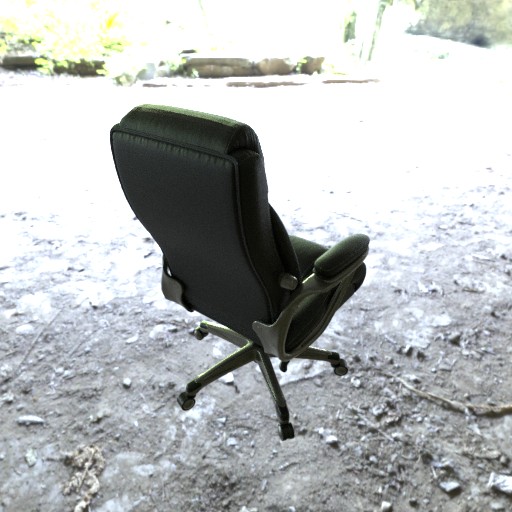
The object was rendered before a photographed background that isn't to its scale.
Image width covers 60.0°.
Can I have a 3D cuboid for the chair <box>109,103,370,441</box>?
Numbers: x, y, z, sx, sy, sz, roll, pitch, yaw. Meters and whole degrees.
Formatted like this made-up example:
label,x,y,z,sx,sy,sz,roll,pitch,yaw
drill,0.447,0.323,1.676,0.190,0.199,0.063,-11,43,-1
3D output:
label,x,y,z,sx,sy,sz,roll,pitch,yaw
chair,0.000,0.000,1.653,0.741,1.167,0.784,22,37,32
